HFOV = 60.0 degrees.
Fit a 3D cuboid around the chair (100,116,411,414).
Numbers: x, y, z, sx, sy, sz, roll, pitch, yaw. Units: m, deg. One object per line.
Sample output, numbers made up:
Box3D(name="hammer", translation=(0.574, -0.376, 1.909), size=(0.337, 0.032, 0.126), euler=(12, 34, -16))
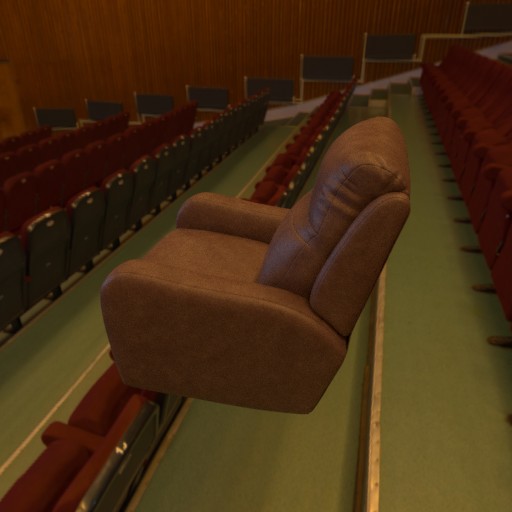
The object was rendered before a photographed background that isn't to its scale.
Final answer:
Box3D(name="chair", translation=(0.000, 0.000, 1.826), size=(1.067, 1.067, 0.865), euler=(7, 30, 13))
